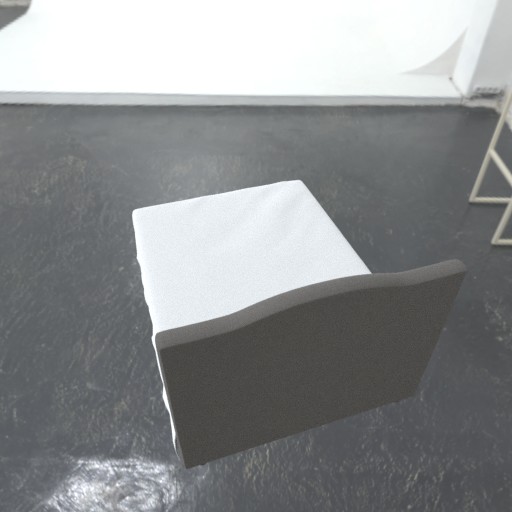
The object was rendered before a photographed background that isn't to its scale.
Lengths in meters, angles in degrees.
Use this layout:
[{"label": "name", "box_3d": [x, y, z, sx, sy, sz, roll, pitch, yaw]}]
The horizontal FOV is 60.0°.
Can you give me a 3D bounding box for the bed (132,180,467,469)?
[{"label": "bed", "box_3d": [0.000, 0.000, 3.441, 1.821, 1.436, 2.282, -12, 43, -13]}]
